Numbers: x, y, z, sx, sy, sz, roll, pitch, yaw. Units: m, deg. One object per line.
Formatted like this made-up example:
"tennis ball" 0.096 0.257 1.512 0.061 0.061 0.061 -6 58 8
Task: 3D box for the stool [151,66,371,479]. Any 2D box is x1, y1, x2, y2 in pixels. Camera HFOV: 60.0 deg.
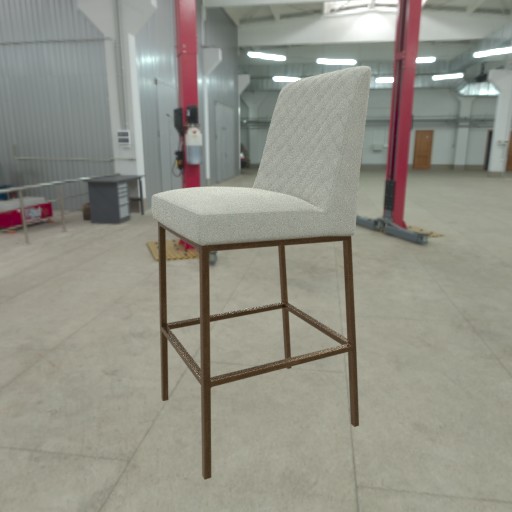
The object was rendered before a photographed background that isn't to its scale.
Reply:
"stool" 0.000 0.000 1.367 0.546 1.084 0.462 -7 16 -26
